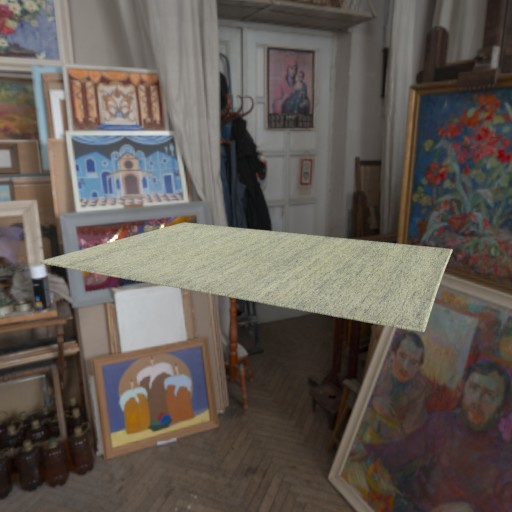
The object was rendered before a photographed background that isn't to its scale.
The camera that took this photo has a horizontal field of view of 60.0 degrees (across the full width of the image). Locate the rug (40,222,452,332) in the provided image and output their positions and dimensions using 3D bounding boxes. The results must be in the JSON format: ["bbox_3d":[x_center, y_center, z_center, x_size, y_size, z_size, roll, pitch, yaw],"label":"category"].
[{"bbox_3d":[0.000,0.000,2.362,1.846,0.014,1.243,7,16,26],"label":"rug"}]
